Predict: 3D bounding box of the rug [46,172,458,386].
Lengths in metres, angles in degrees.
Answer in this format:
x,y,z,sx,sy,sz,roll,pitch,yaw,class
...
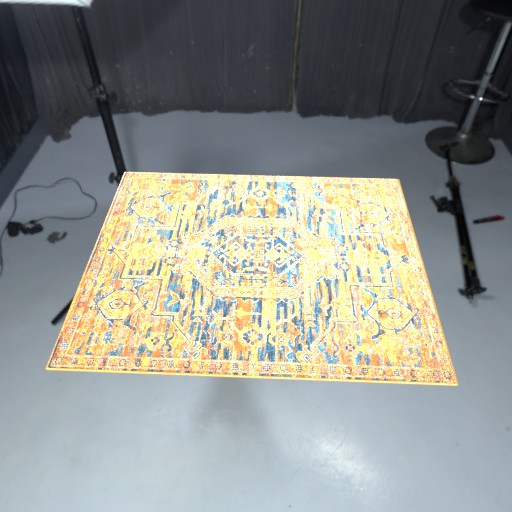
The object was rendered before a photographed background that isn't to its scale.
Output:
x,y,z,sx,sy,sz,roll,pitch,yaw,class
0.000,0.000,4.082,3.040,0.031,2.435,2,47,2,rug
